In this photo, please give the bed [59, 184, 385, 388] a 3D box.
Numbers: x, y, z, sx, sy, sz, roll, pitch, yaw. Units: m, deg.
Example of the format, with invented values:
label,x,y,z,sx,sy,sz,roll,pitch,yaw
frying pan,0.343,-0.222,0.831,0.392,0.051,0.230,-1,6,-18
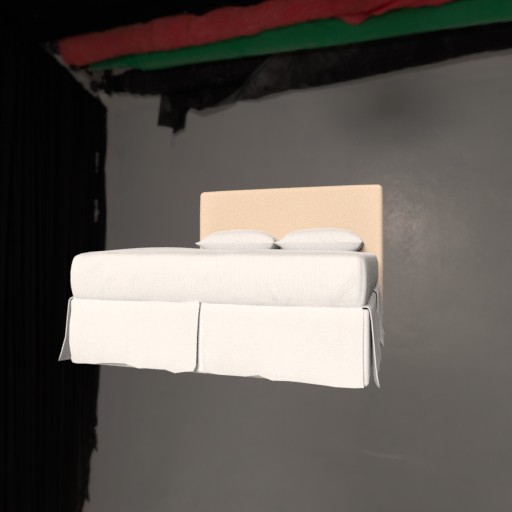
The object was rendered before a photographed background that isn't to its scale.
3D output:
label,x,y,z,sx,sy,sz,roll,pitch,yaw
bed,0.000,0.000,3.394,1.884,1.330,2.142,0,0,17
